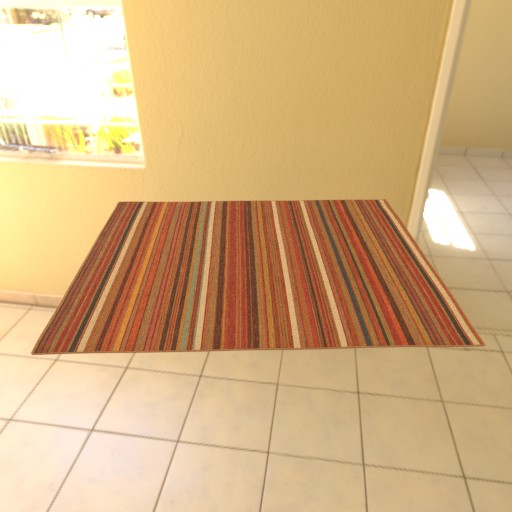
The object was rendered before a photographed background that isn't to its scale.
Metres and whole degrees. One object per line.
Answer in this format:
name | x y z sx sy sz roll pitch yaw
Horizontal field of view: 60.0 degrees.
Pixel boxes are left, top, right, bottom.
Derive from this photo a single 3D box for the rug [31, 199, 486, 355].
rug | 0.000 0.000 4.044 3.092 0.023 2.479 -1 31 -1
